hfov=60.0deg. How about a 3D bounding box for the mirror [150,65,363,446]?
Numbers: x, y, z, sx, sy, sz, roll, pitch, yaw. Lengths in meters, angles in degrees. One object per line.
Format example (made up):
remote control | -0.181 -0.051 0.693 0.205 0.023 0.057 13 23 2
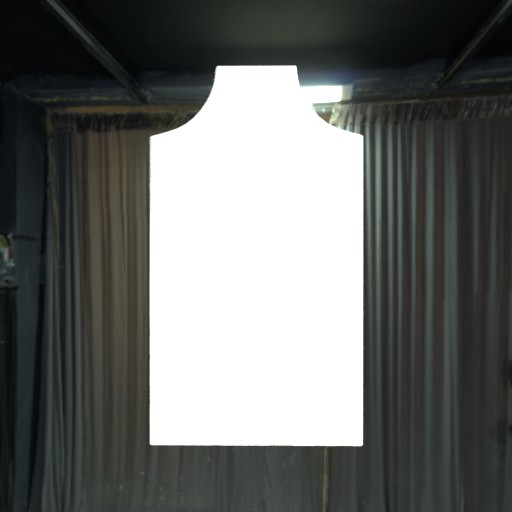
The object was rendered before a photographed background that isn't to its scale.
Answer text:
mirror | 0.000 0.000 0.849 0.403 0.717 0.022 0 0 1
